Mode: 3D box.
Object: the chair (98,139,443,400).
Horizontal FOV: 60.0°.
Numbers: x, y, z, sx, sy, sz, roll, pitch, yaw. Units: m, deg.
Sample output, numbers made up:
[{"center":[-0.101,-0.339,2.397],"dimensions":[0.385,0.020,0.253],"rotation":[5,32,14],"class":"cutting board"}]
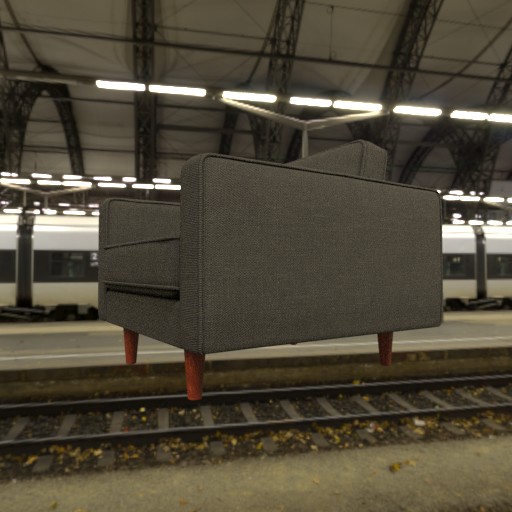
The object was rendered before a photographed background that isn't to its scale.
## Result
[{"center":[0.000,0.000,1.580],"dimensions":[0.919,0.770,0.899],"rotation":[1,-2,-34],"class":"chair"}]
